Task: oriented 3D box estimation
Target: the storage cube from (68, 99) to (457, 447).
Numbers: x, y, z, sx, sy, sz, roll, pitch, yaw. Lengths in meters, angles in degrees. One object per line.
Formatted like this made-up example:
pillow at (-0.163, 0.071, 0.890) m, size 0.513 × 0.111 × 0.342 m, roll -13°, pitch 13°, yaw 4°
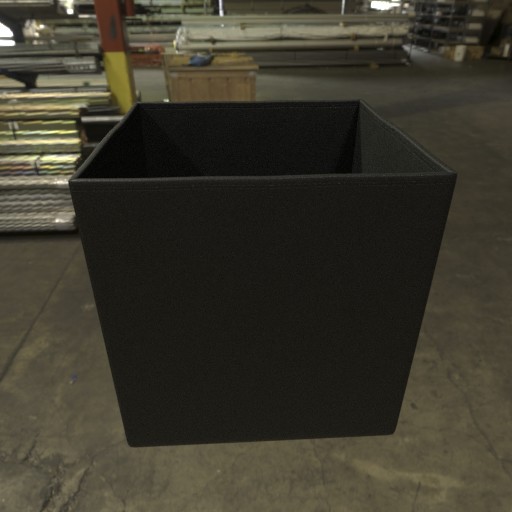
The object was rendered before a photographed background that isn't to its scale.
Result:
storage cube at (0.000, 0.000, 0.483) m, size 0.270 × 0.280 × 0.270 m, roll -2°, pitch 31°, yaw -3°
